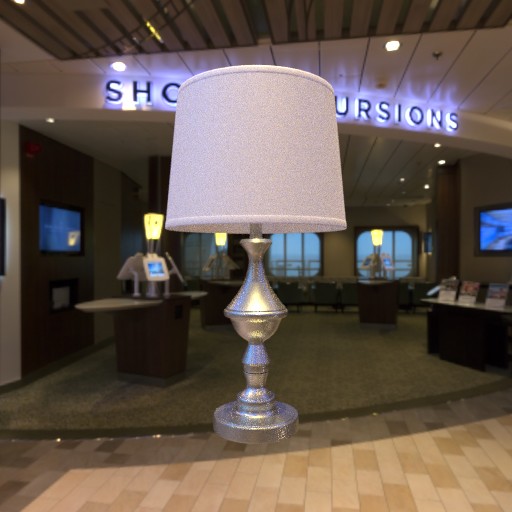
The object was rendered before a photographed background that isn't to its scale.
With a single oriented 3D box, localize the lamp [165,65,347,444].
[{"bbox_3d":[0.000,0.000,0.955,0.383,0.733,0.383,0,0,0],"label":"lamp"}]
